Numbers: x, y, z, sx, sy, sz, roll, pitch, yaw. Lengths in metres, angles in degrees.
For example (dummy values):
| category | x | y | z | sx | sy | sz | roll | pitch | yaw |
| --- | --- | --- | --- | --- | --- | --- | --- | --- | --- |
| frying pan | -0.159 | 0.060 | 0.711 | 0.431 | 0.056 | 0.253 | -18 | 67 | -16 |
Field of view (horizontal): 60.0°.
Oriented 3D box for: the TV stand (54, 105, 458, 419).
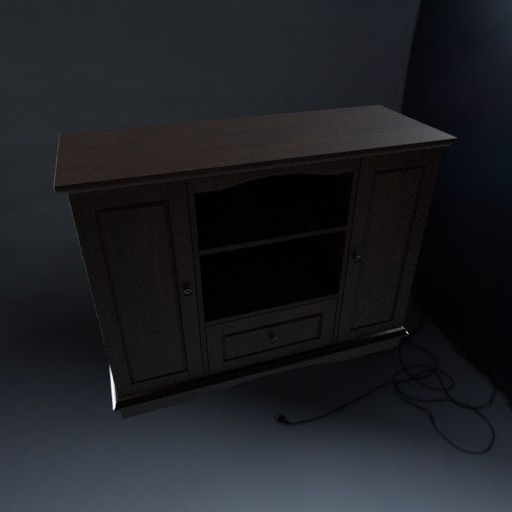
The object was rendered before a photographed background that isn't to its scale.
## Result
| category | x | y | z | sx | sy | sz | roll | pitch | yaw |
| --- | --- | --- | --- | --- | --- | --- | --- | --- | --- |
| TV stand | 0.000 | 0.000 | 1.486 | 1.067 | 0.813 | 0.406 | -10 | 34 | -16 |
